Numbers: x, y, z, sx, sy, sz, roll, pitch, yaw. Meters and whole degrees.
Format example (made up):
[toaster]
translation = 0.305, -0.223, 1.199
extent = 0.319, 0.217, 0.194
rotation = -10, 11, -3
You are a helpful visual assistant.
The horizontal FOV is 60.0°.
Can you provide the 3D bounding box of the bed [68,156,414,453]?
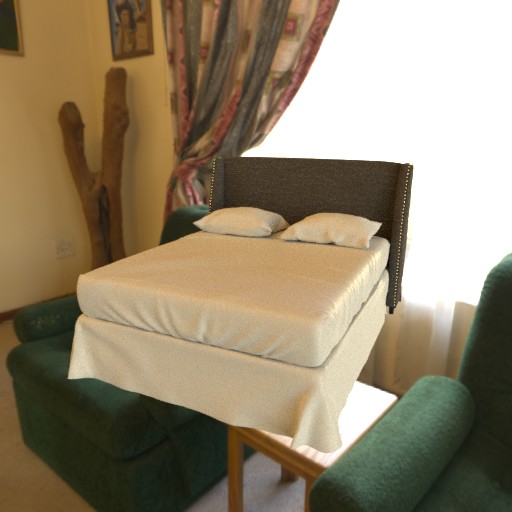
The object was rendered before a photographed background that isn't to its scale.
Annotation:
[bed]
translation = 0.000, 0.000, 3.354
extent = 1.925, 1.332, 2.276
rotation = 7, 18, 24
